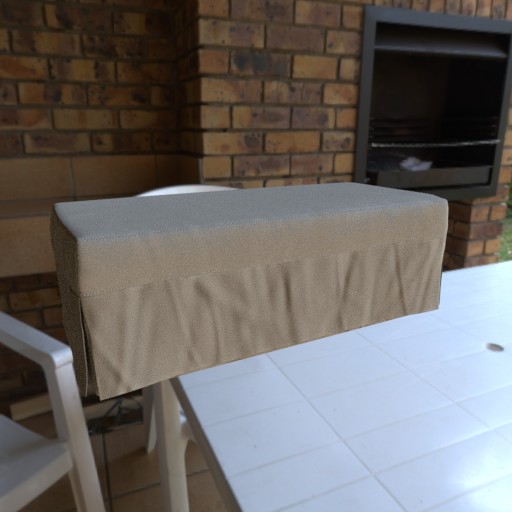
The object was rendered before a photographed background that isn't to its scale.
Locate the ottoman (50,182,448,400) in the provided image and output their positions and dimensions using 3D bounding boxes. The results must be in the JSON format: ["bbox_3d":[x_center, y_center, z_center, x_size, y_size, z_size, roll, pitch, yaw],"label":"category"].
[{"bbox_3d":[0.000,0.000,1.691,1.388,0.457,0.665,-9,18,-27],"label":"ottoman"}]
